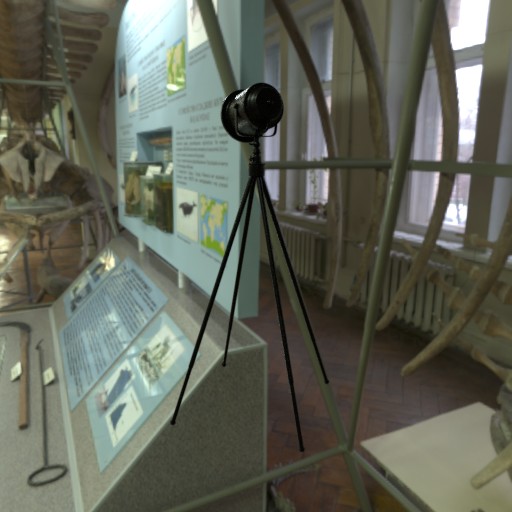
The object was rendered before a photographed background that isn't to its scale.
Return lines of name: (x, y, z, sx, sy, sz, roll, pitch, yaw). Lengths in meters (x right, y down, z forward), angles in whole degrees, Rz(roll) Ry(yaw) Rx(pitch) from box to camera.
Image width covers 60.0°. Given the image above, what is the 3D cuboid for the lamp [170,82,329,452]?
lamp: (0.000, 0.000, 2.063, 0.879, 1.504, 0.884, -6, 14, -26)
